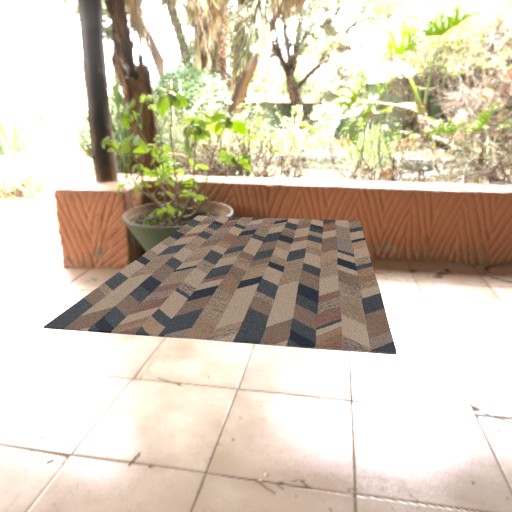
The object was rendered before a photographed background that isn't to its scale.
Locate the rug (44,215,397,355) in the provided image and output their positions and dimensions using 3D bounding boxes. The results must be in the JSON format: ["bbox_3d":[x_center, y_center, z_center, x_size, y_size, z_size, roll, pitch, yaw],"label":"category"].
[{"bbox_3d":[0.000,0.000,2.967,1.513,0.008,2.423,3,17,9],"label":"rug"}]
